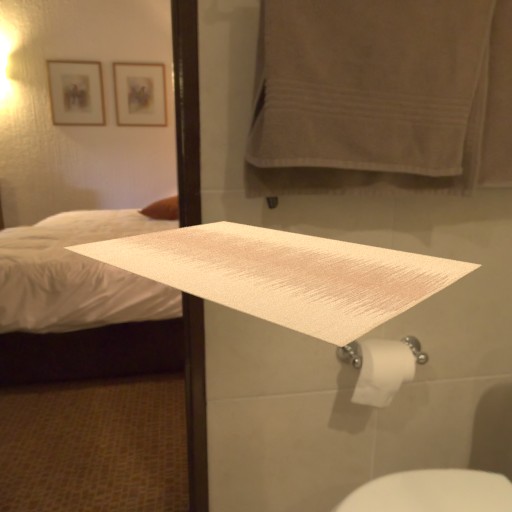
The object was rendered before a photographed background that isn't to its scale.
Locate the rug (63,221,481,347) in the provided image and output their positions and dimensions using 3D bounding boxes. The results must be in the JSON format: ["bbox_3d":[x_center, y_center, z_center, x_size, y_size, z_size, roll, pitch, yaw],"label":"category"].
[{"bbox_3d":[0.000,0.000,2.324,1.850,0.006,1.234,13,19,42],"label":"rug"}]
